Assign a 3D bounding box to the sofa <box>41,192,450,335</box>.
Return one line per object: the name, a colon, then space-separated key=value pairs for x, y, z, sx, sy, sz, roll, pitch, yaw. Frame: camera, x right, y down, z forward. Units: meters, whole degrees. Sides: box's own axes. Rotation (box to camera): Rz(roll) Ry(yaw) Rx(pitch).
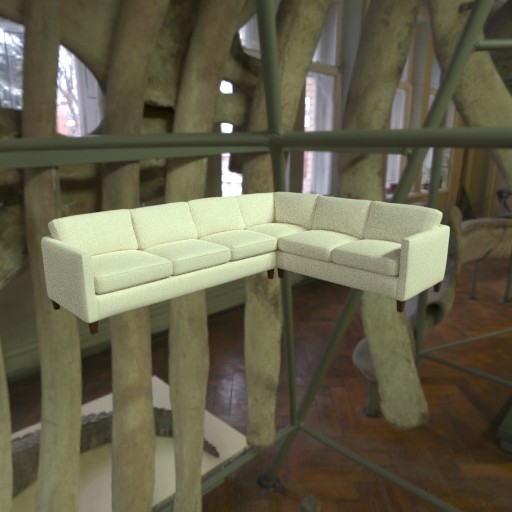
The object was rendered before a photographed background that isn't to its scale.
sofa: x=0.000 y=0.000 z=4.484 sx=3.302 sy=0.947 sz=2.593 roll=-14 pitch=20 yaw=-43
